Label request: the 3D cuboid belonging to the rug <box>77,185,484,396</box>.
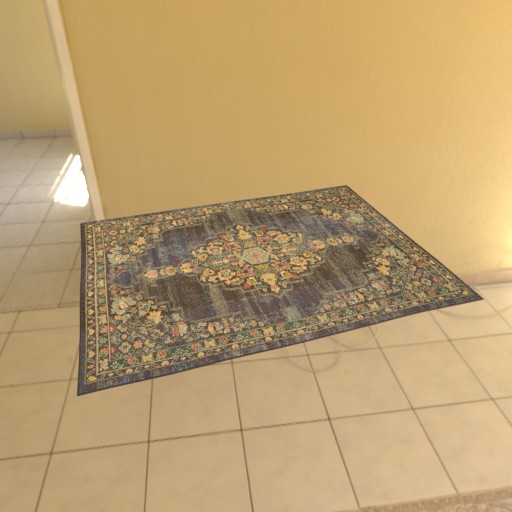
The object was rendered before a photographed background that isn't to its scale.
[{"bbox_3d":[0.000,0.000,4.754,3.612,0.035,2.716,-10,35,-15],"label":"rug"}]
